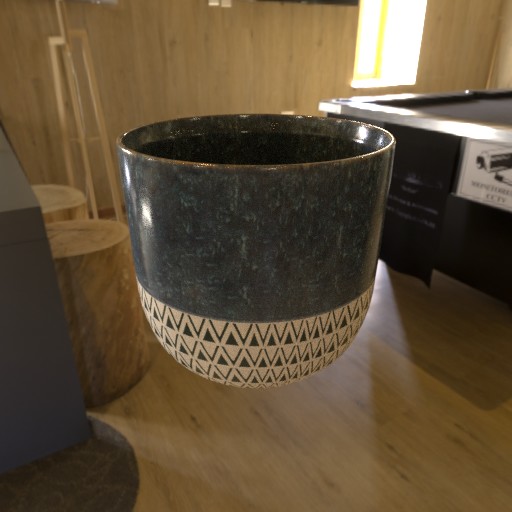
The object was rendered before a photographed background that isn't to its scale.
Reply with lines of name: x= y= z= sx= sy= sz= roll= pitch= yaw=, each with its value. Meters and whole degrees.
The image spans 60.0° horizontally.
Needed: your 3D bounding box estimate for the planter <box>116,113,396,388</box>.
planter: x=0.000 y=0.000 z=0.495 sx=0.266 sy=0.270 sz=0.266 roll=0 pitch=26 yaw=0
